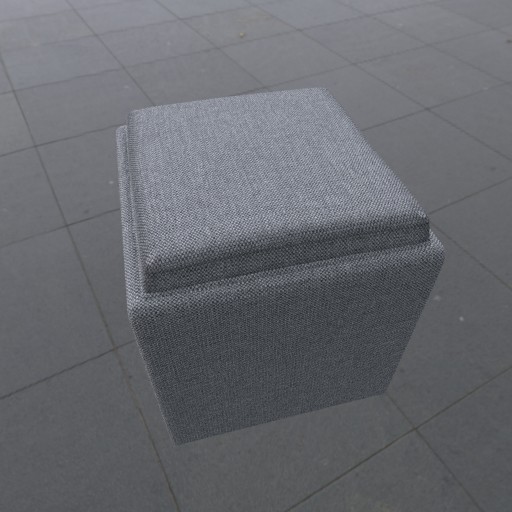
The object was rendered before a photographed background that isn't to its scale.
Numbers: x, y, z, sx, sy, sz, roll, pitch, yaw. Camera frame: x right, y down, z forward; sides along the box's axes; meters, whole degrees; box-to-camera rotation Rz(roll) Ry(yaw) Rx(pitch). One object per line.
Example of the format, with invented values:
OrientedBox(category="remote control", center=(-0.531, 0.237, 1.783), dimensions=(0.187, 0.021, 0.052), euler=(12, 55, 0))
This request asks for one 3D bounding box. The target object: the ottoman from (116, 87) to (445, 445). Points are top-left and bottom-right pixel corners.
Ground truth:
OrientedBox(category="ottoman", center=(0.000, 0.000, 0.845), dimensions=(0.436, 0.487, 0.454), euler=(-10, 47, -10))
